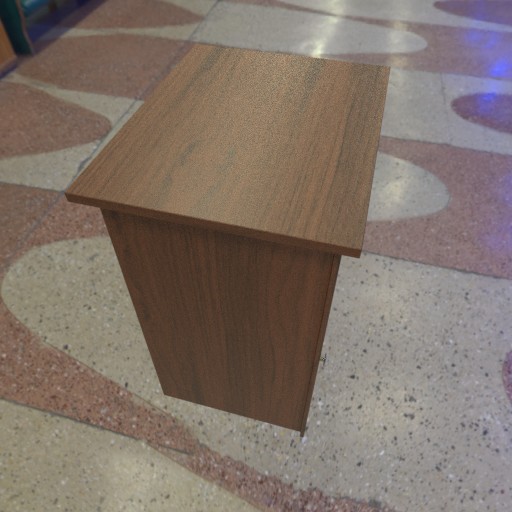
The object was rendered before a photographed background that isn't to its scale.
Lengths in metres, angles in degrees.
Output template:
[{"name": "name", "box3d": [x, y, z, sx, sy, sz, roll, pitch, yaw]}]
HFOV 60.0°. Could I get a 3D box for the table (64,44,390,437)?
[{"name": "table", "box3d": [0.000, 0.000, 0.926, 0.381, 0.636, 0.480, 11, 48, 10]}]
